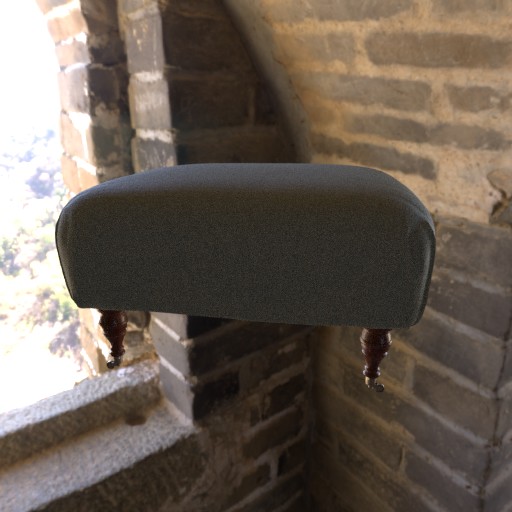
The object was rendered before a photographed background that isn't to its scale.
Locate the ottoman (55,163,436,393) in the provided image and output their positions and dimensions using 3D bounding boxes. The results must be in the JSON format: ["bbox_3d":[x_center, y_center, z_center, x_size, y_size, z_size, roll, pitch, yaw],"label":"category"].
[{"bbox_3d":[0.000,0.000,1.115,0.747,0.450,0.622,3,17,9],"label":"ottoman"}]
